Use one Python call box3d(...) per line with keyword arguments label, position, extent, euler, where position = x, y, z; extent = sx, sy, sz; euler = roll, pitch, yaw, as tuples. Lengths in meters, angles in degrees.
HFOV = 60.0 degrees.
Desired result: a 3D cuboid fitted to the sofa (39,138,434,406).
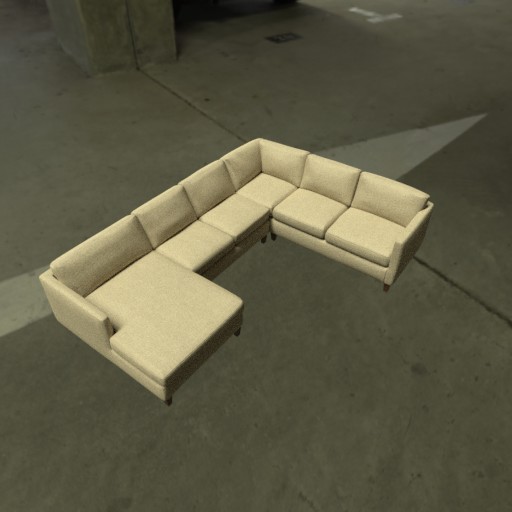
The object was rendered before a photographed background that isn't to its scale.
box3d(label="sofa", position=(0.000, 0.000, 4.764), extent=(2.593, 0.959, 3.460), euler=(26, 47, 27))
